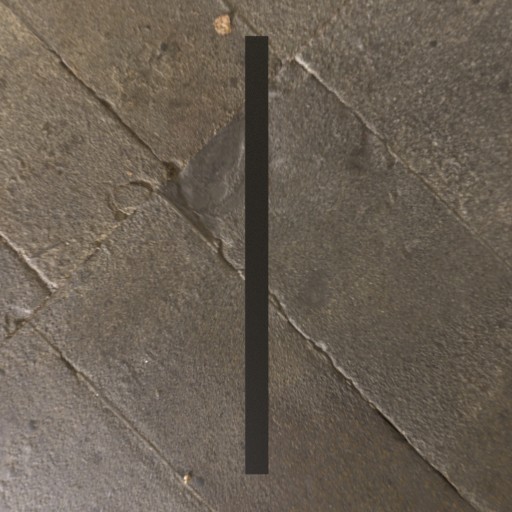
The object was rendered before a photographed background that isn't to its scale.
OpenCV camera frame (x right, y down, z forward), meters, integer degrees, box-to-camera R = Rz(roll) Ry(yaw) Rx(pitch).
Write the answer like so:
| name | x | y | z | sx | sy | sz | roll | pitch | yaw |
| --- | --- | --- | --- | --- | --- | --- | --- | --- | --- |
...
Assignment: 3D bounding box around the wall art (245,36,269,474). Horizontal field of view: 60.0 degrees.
| name | x | y | z | sx | sy | sz | roll | pitch | yaw |
| --- | --- | --- | --- | --- | --- | --- | --- | --- | --- |
| wall art | 0.000 | 0.000 | 1.160 | 0.042 | 0.766 | 0.769 | 0 | 90 | 0 |
